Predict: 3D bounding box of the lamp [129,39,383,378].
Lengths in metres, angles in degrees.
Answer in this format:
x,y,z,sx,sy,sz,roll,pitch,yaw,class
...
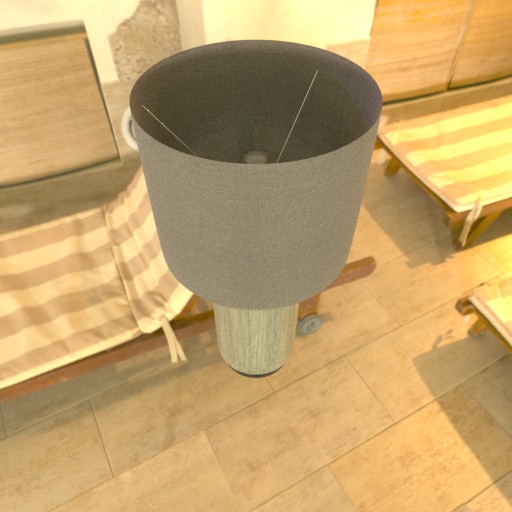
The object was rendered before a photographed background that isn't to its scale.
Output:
x,y,z,sx,sy,sz,roll,pitch,yaw,class
0.000,0.000,0.565,0.228,0.444,0.228,-17,50,-15,lamp
